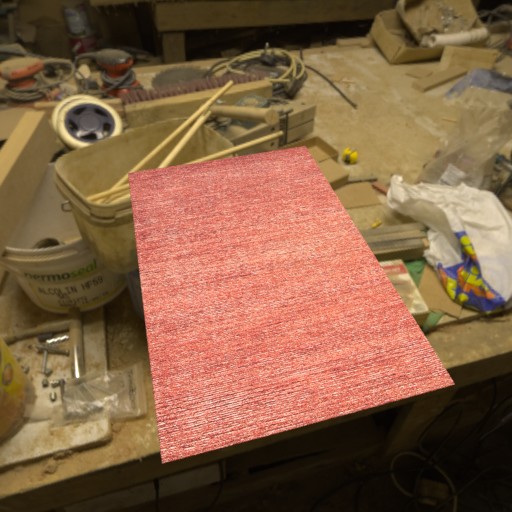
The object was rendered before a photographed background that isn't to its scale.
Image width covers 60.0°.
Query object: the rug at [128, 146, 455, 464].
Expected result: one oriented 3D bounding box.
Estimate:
[{"bbox_3d":[0.000,0.000,2.206,1.139,0.011,1.747,-11,47,-10],"label":"rug"}]
